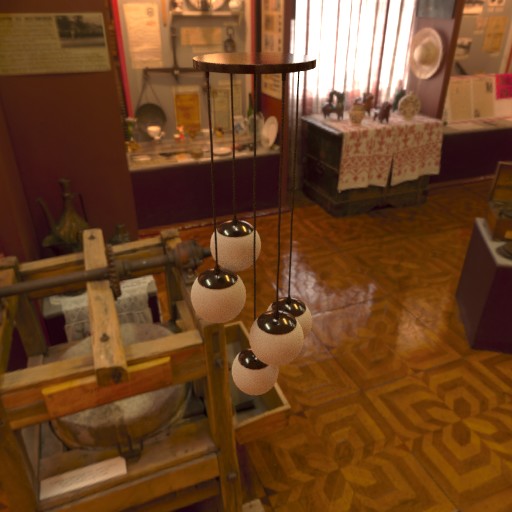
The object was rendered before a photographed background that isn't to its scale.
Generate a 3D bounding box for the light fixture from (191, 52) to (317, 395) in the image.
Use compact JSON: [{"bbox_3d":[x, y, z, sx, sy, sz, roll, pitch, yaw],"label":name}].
[{"bbox_3d":[0.000,0.000,1.549,0.484,1.271,0.489,-10,31,-17],"label":"light fixture"}]
